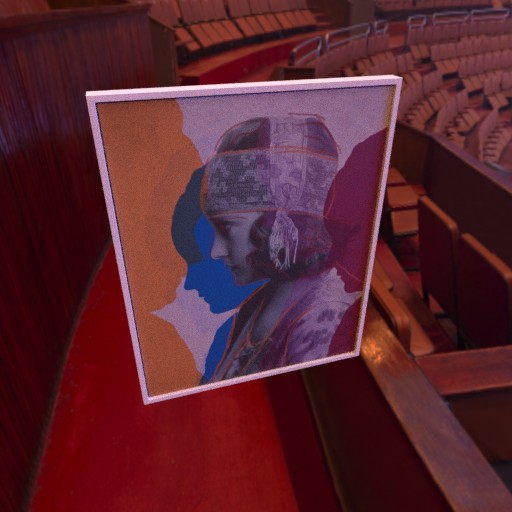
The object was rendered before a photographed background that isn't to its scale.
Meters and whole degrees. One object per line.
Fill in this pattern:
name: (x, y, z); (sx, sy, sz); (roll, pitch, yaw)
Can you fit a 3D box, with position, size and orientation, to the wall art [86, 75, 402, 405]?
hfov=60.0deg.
wall art: (0.000, 0.000, 0.749); (0.443, 0.549, 0.030); (-9, 32, -15)
